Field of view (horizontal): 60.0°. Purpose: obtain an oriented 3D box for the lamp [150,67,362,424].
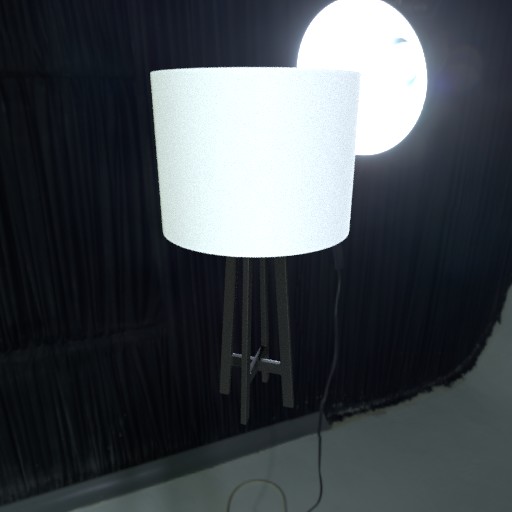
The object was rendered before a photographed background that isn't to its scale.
[{"bbox_3d":[0.000,0.000,0.633,0.257,0.489,0.257,-10,22,-25],"label":"lamp"}]
